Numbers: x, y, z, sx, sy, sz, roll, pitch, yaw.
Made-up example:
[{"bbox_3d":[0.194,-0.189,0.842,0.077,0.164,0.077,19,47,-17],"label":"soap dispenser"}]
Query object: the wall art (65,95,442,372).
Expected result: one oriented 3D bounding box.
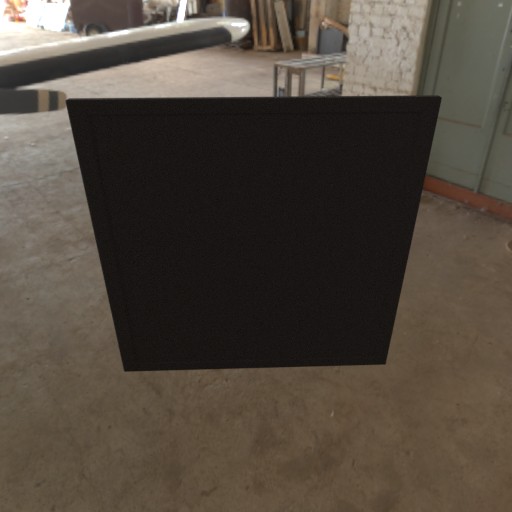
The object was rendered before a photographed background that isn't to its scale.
[{"bbox_3d":[0.000,0.000,0.811,0.562,0.558,0.012,-1,32,-2],"label":"wall art"}]
